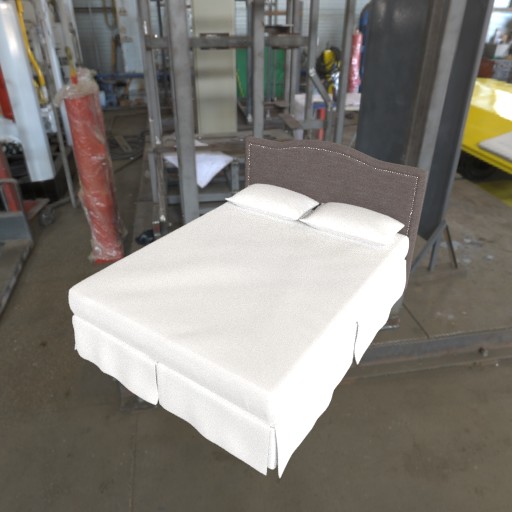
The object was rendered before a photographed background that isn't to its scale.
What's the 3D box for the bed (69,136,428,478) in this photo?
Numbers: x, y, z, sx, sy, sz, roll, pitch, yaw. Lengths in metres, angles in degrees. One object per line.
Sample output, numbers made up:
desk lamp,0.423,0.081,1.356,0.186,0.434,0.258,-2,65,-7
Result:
bed,0.000,0.000,3.989,2.161,1.457,2.689,19,35,29
